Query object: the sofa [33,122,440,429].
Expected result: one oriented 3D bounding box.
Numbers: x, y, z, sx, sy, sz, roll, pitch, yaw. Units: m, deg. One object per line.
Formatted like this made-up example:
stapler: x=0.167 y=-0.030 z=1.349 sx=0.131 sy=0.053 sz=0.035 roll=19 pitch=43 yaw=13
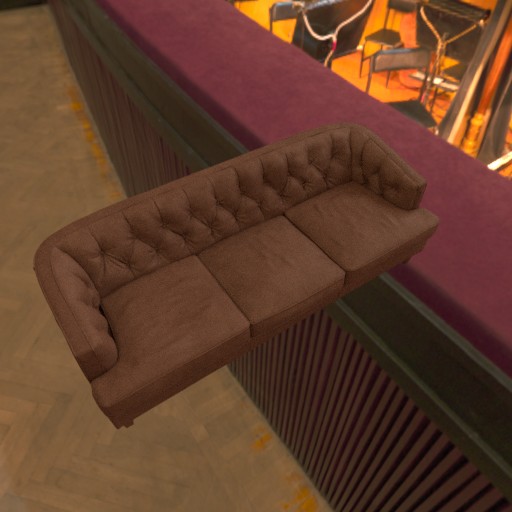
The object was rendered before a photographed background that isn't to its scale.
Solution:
sofa: x=0.000 y=0.000 z=2.636 sx=2.227 sy=0.787 sz=0.927 roll=-26 pitch=52 yaw=-22
